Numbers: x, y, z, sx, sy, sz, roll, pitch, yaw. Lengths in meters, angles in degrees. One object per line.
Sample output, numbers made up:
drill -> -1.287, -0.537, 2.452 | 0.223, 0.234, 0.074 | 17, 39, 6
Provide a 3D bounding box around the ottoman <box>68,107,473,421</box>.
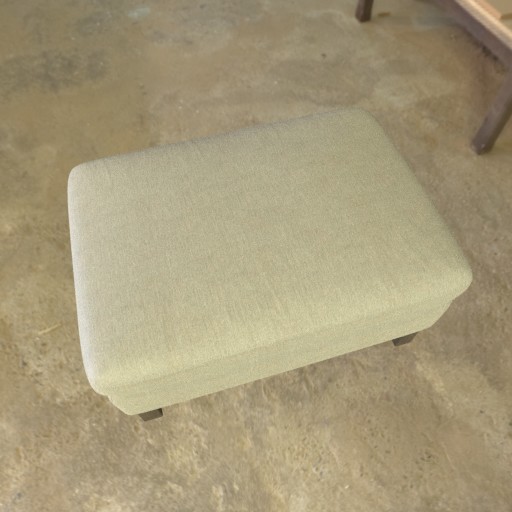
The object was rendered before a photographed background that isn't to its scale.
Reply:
ottoman -> 0.000, 0.000, 1.010 | 0.735, 0.404, 0.528 | -14, 59, -9
